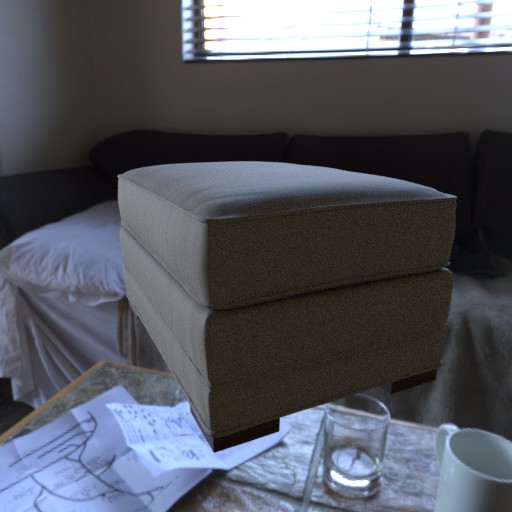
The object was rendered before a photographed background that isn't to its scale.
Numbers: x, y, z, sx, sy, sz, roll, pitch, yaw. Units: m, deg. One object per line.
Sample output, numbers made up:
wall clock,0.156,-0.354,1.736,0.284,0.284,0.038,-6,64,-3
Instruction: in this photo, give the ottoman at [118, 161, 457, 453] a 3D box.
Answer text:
ottoman,0.000,0.000,1.215,0.611,0.482,0.848,-8,18,-25
